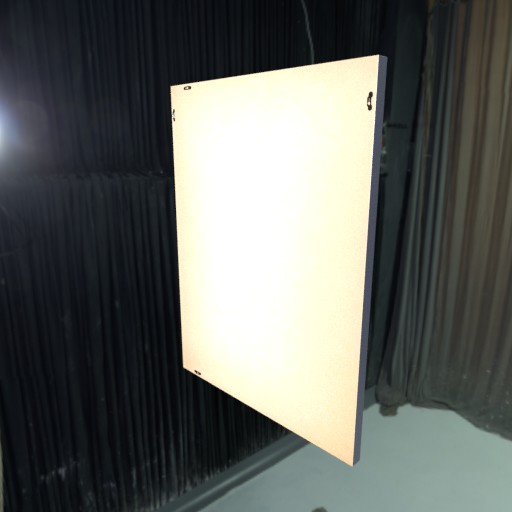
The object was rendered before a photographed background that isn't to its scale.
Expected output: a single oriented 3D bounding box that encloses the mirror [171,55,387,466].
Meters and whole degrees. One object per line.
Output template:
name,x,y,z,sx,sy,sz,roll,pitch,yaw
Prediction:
mirror,0.000,0.000,1.328,0.040,1.016,0.762,-14,20,-43
